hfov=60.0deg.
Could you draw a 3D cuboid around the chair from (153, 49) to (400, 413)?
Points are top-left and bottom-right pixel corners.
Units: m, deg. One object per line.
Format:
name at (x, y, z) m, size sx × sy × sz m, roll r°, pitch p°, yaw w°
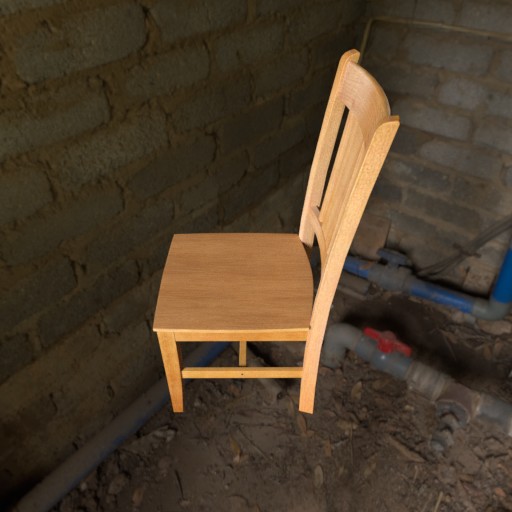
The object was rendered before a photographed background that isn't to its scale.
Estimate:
chair at (0.000, 0.000, 1.276) m, size 0.556 × 0.998 × 0.450 m, roll 0°, pitch 40°, yaw 0°
